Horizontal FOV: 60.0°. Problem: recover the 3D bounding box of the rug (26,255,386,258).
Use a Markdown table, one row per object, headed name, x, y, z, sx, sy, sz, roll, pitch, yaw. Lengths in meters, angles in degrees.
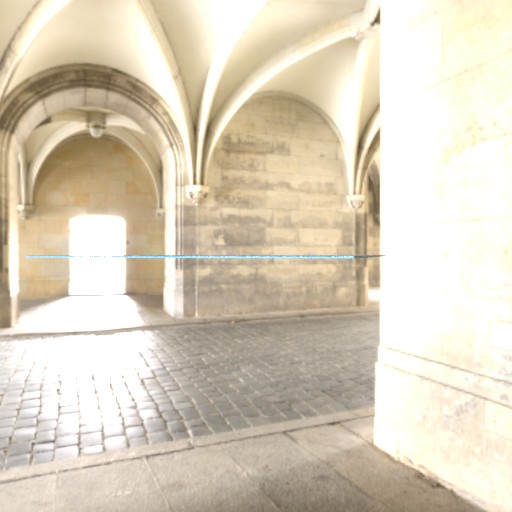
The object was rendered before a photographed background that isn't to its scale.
| name | x | y | z | sx | sy | sz | roll | pitch | yaw |
| --- | --- | --- | --- | --- | --- | --- | --- | --- | --- |
| rug | 0.000 | 0.000 | 3.041 | 1.622 | 0.009 | 2.373 | 0 | 0 | 19 |
